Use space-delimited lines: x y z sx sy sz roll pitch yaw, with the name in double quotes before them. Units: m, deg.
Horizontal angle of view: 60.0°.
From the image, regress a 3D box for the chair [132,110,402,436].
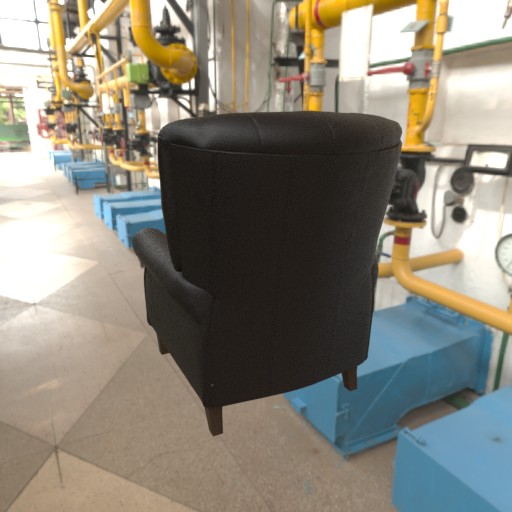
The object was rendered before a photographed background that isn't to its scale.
"chair" 0.000 0.000 1.896 0.948 1.158 1.058 -8 18 -26
